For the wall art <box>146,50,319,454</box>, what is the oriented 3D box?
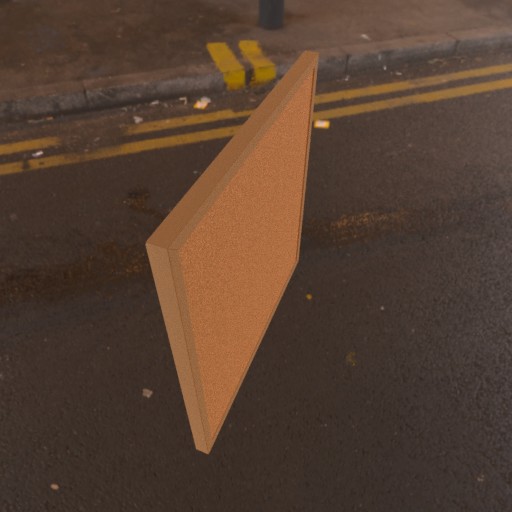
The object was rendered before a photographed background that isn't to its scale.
[{"bbox_3d":[0.000,0.000,1.149,0.037,0.761,0.761,16,48,15],"label":"wall art"}]
